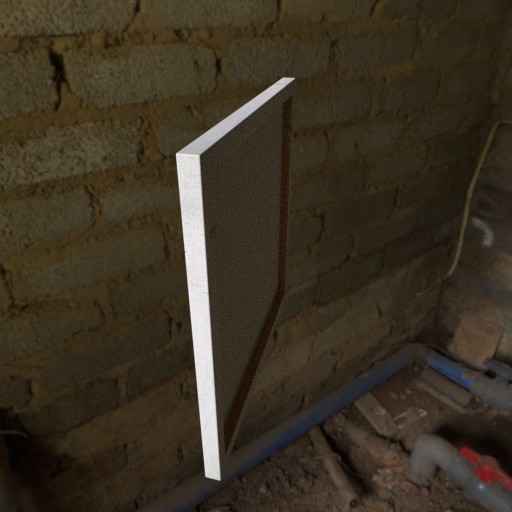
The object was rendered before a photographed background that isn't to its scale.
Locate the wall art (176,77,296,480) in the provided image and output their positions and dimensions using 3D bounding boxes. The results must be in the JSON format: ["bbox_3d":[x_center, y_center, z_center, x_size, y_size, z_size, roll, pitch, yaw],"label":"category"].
[{"bbox_3d":[0.000,0.000,1.149,0.041,0.762,0.762,8,31,13],"label":"wall art"}]
